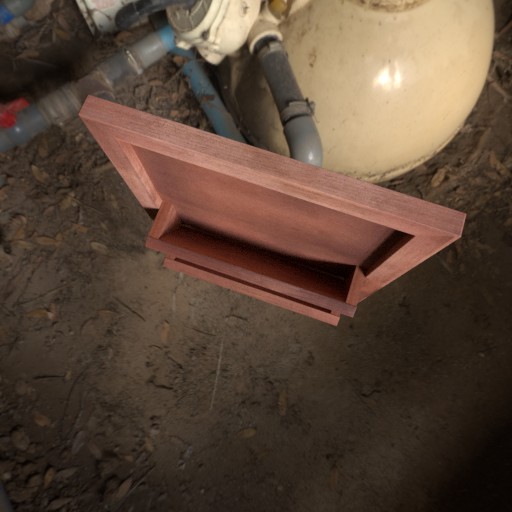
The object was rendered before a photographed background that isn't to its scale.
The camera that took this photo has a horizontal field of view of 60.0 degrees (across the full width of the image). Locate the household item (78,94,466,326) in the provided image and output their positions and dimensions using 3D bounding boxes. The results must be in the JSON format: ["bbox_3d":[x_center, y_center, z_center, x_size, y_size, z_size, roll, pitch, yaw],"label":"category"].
[{"bbox_3d":[0.000,0.000,0.532,0.310,0.407,0.067,19,77,5],"label":"household item"}]
